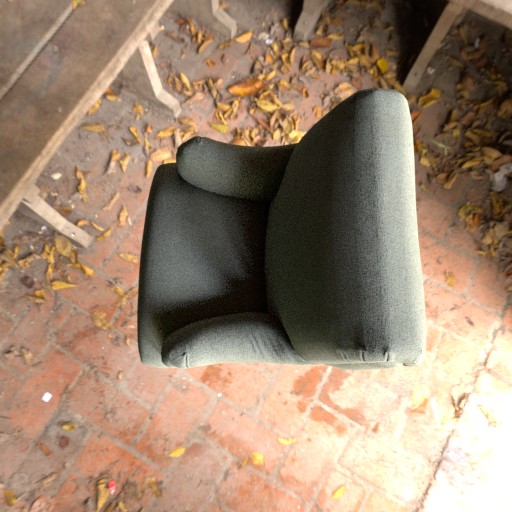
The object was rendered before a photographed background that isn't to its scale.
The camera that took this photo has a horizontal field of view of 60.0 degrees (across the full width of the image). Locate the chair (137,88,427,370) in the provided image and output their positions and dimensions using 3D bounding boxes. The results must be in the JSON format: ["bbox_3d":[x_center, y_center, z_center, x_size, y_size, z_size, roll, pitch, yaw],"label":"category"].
[{"bbox_3d":[0.000,0.000,1.924,1.060,1.178,0.964,1,75,0],"label":"chair"}]
